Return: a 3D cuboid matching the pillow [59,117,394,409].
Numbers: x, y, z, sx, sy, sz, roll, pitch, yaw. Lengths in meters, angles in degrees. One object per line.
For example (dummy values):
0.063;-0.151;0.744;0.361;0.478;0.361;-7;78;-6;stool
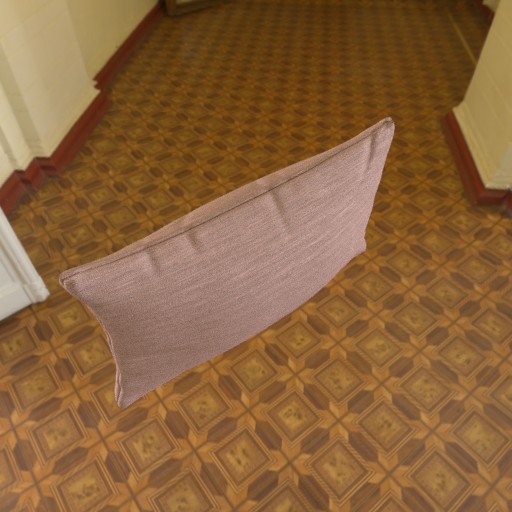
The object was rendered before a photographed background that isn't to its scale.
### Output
0.000;0.000;0.799;0.633;0.338;0.210;-30;53;-26;pillow
